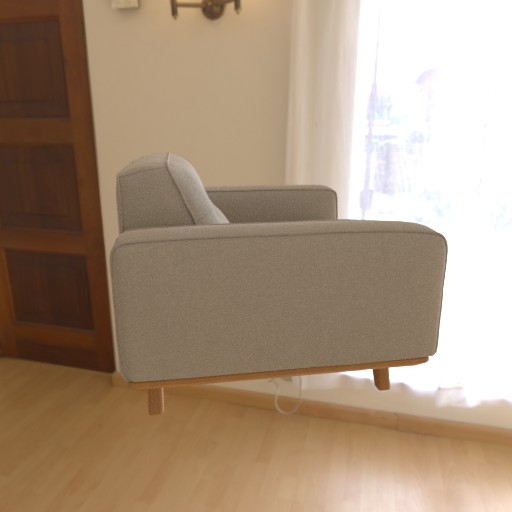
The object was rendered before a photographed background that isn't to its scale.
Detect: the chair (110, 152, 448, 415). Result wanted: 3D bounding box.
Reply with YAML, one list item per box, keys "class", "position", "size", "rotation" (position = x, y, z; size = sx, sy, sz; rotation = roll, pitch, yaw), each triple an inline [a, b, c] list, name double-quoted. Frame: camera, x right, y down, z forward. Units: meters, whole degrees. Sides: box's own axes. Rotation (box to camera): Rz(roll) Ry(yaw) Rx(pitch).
- class: "chair"
  position: [0.000, 0.000, 1.738]
  size: [0.953, 0.779, 1.115]
  rotation: [-3, 16, -10]
